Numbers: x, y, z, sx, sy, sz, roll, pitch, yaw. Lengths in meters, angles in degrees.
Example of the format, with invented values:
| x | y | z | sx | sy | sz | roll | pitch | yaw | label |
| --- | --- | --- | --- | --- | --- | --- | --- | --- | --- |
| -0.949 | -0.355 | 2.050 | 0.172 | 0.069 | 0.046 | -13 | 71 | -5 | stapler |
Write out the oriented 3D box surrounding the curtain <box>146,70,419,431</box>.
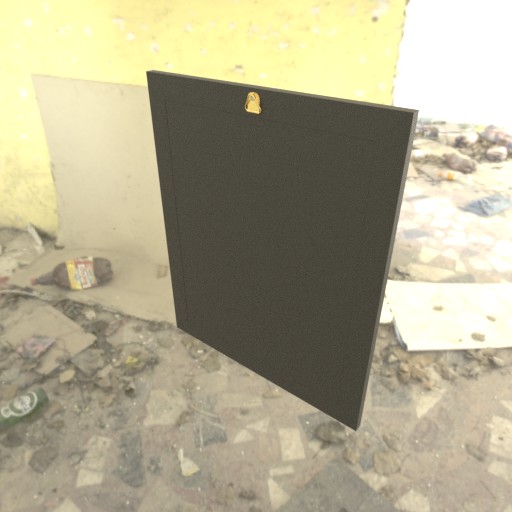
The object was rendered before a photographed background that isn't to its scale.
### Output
| x | y | z | sx | sy | sz | roll | pitch | yaw | label |
| --- | --- | --- | --- | --- | --- | --- | --- | --- | --- |
| 0.000 | 0.000 | 0.809 | 0.483 | 0.585 | 0.027 | 22 | 38 | 32 | curtain |
